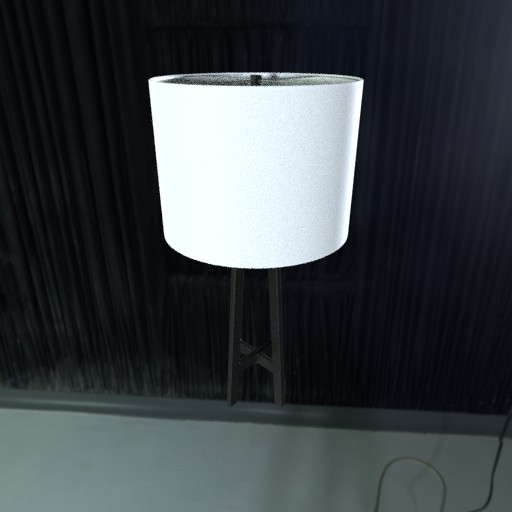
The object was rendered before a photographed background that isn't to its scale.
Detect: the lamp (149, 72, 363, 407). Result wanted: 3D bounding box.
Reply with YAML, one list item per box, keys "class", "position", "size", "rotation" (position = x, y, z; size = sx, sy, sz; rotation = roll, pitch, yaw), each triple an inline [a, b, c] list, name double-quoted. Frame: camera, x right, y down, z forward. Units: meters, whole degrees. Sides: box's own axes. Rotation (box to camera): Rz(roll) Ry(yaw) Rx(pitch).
- class: "lamp"
  position: [0.000, 0.000, 0.646]
  size: [0.257, 0.489, 0.257]
  rotation: [0, 25, 0]
